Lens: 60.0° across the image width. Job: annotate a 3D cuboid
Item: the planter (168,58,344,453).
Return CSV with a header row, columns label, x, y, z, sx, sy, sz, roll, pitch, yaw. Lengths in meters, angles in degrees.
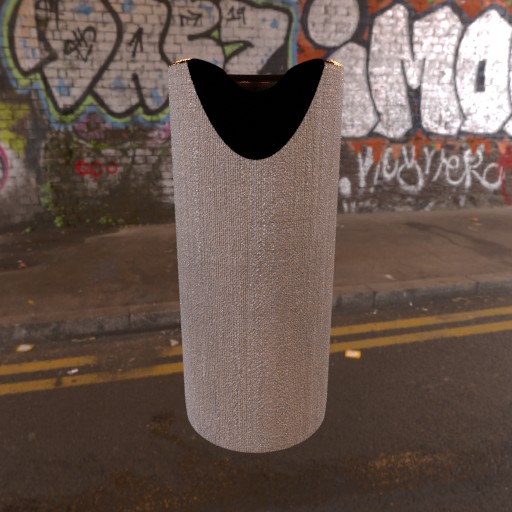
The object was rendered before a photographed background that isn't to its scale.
label,x,y,z,sx,sy,sz,roll,pitch,yaw
planter,0.000,0.000,0.130,0.045,0.103,0.045,8,19,25
